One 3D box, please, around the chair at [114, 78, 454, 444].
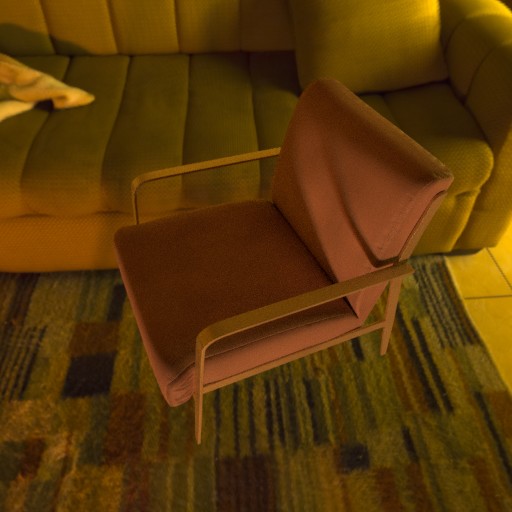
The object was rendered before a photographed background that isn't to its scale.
[{"bbox_3d":[0.000,0.000,1.465,0.848,0.823,0.701,-18,50,-17],"label":"chair"}]
